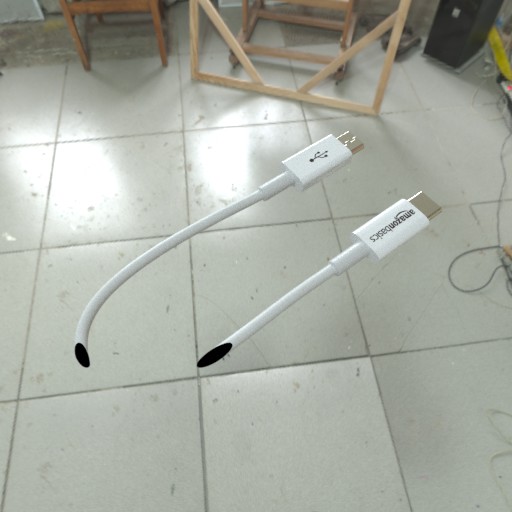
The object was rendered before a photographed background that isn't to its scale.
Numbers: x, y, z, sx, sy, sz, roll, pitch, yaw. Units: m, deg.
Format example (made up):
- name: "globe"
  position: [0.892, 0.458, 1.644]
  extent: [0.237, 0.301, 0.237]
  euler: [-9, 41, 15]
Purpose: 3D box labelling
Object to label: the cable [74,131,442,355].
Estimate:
- name: "cable"
  position: [0.000, 0.000, 0.114]
  extent: [0.098, 0.006, 0.040]
  euler: [-33, 64, -18]
